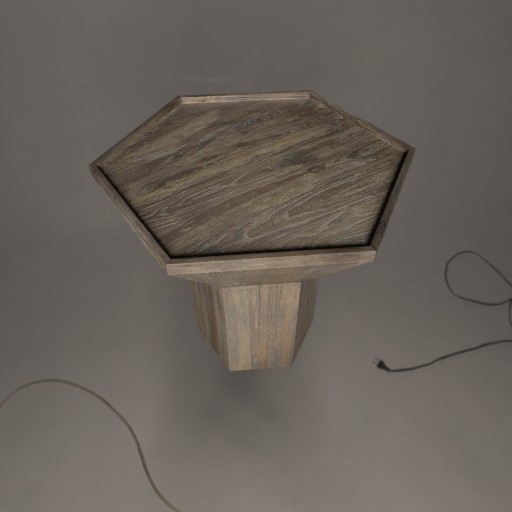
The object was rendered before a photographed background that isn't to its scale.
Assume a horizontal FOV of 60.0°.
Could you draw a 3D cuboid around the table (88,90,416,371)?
[{"bbox_3d":[0.000,0.000,1.129,0.683,0.586,0.592,-4,45,-4],"label":"table"}]
